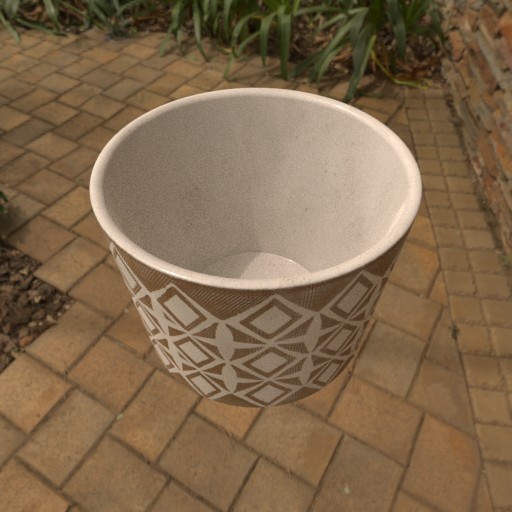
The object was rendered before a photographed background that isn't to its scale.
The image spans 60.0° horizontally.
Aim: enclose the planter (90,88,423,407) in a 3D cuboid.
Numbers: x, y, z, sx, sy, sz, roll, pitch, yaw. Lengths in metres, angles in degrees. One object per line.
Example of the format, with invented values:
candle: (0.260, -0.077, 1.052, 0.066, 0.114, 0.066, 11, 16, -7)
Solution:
planter: (0.000, 0.000, 0.437, 0.260, 0.220, 0.260, 0, 47, 0)
